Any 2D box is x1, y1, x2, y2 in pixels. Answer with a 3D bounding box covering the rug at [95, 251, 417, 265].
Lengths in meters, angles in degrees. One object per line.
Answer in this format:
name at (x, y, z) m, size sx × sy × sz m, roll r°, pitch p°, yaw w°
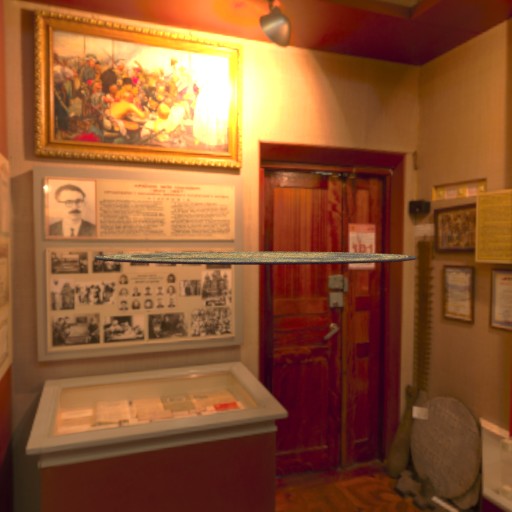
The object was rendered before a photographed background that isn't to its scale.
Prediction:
rug at (0.000, 0.000, 2.329) m, size 1.591 × 0.010 × 1.591 m, roll 0°, pitch 2°, yaw 0°
